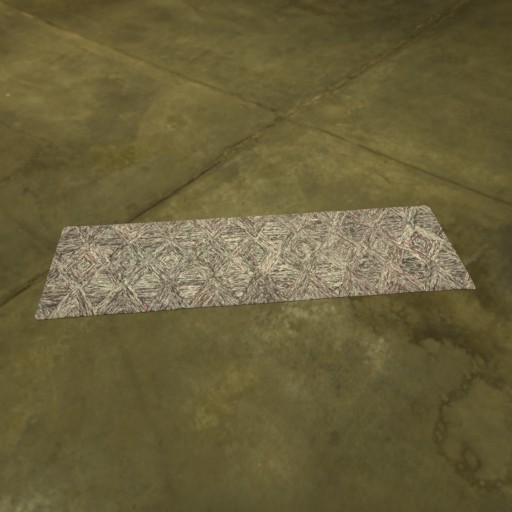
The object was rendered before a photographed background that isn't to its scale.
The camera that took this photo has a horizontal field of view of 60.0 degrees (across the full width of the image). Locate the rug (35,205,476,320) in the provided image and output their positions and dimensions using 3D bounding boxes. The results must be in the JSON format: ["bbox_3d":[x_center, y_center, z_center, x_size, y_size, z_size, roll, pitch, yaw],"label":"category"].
[{"bbox_3d":[0.000,0.000,2.540,2.305,0.013,0.719,-4,45,-4],"label":"rug"}]
